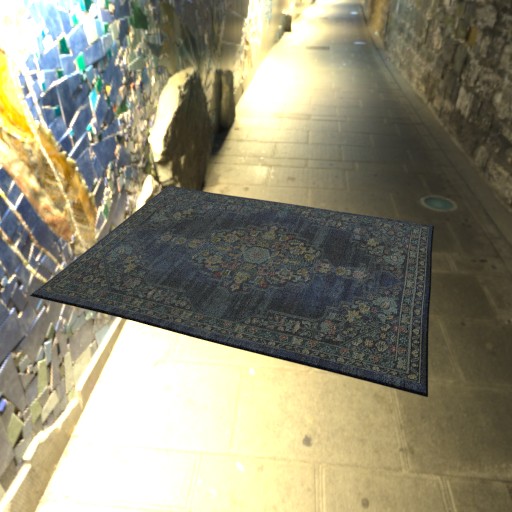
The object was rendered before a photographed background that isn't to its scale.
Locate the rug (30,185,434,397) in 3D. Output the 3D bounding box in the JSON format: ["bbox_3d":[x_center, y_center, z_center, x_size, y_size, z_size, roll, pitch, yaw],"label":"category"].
[{"bbox_3d":[0.000,0.000,4.784,3.612,0.035,2.716,11,34,16],"label":"rug"}]
